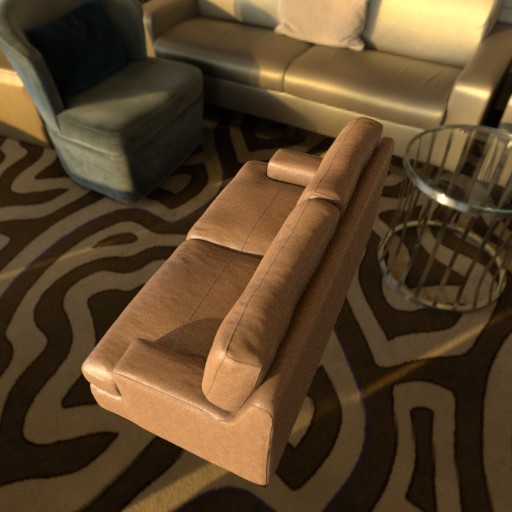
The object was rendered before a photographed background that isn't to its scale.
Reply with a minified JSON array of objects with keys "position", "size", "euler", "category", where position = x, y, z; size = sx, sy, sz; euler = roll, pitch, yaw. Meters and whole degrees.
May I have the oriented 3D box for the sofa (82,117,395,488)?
[{"position":[0.000,0.000,2.362],"size":[0.962,0.980,1.855],"euler":[18,49,17],"category":"sofa"}]
